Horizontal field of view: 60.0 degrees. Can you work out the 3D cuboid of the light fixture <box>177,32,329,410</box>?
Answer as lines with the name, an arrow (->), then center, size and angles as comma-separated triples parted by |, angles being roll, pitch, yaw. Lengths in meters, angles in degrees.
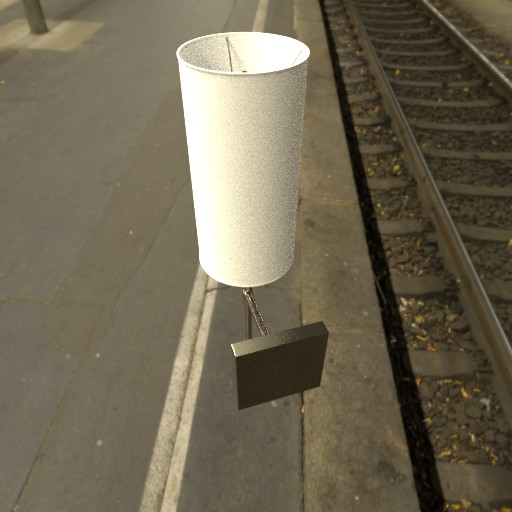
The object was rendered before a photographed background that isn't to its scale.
light fixture -> 0.000, 0.000, 0.552 | 0.128, 0.462, 0.208 | -12, 43, -13
